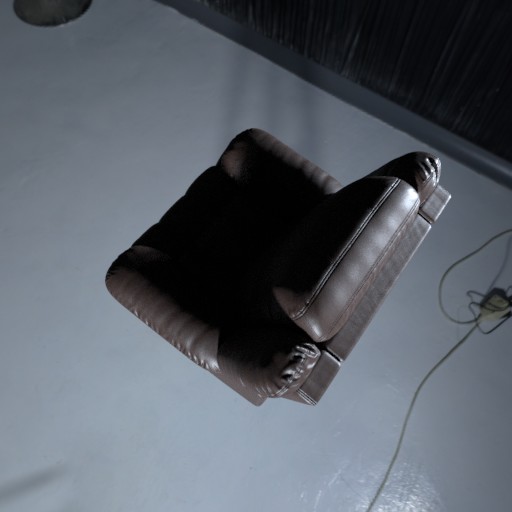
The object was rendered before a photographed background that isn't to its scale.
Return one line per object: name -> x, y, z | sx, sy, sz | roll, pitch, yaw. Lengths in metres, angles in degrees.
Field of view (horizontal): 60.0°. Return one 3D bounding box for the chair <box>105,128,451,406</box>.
chair -> 0.000, 0.000, 1.675 | 0.934, 1.009, 0.899 | 34, 69, 15
